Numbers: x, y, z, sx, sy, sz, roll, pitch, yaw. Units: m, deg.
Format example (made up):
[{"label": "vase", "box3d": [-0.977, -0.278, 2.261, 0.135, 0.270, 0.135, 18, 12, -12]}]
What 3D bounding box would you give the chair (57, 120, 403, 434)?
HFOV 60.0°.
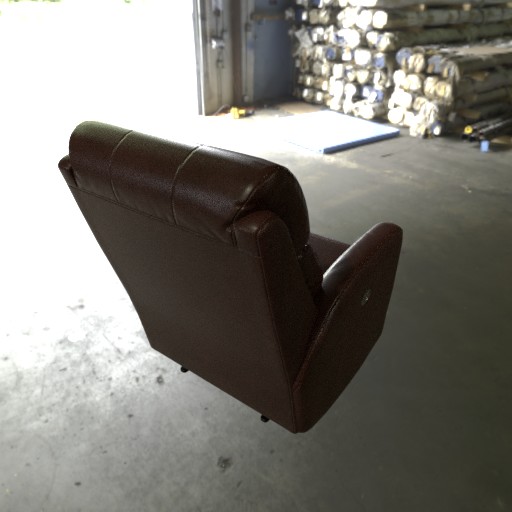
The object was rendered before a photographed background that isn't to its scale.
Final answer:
[{"label": "chair", "box3d": [0.000, 0.000, 1.586, 0.787, 1.016, 0.939, 21, 37, 31]}]
